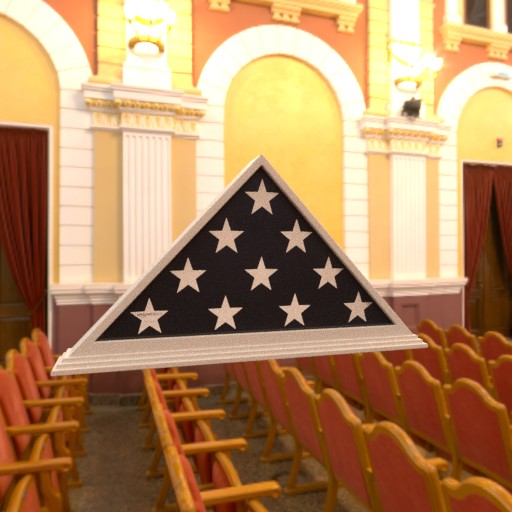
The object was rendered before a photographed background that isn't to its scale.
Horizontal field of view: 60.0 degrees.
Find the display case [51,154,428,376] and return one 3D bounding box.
[{"bbox_3d":[0.000,0.000,0.769,0.640,0.340,0.095,0,0,-18],"label":"display case"}]
